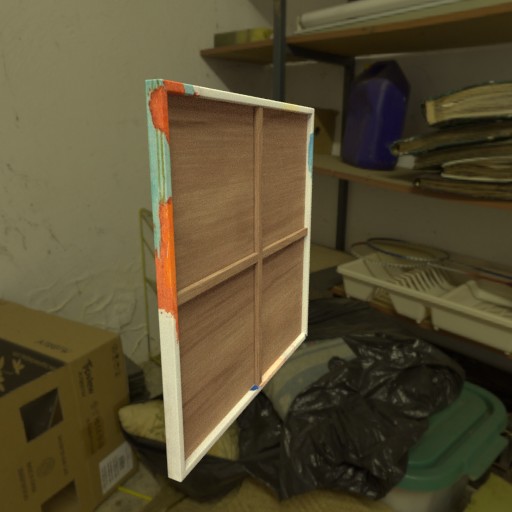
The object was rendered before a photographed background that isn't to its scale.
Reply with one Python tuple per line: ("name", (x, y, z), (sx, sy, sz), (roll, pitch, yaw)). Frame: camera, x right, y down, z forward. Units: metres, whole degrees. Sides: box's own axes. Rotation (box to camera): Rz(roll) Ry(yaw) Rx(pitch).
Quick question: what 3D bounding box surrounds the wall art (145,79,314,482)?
("wall art", (0.000, 0.000, 1.515), (0.044, 1.017, 1.017), (7, 16, 25))
